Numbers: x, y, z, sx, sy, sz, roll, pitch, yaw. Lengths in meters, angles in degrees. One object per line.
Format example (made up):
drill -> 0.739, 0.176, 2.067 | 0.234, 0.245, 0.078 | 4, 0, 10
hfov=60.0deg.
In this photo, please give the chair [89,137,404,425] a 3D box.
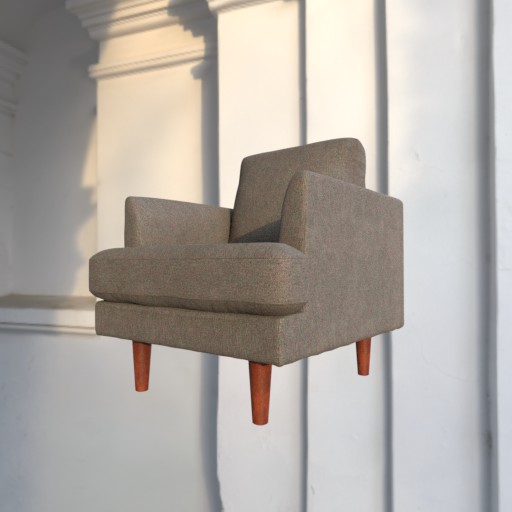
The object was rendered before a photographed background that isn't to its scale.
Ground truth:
chair -> 0.000, 0.000, 1.665 | 0.858, 0.957, 0.899 | -1, -1, 38
